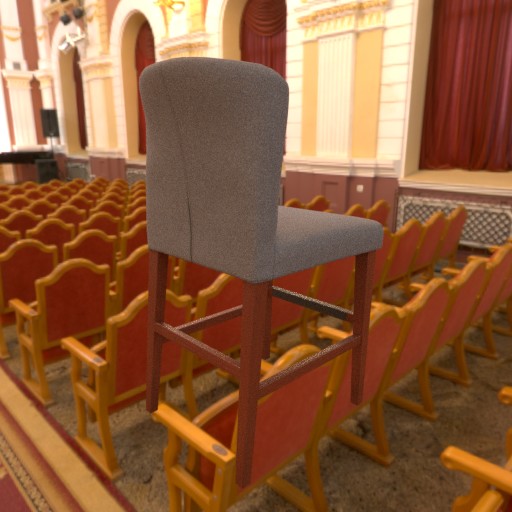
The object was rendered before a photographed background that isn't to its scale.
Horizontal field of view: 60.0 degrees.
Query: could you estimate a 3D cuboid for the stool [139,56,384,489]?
[{"bbox_3d":[0.000,0.000,1.251,0.568,0.968,0.481,-14,20,-42],"label":"stool"}]
